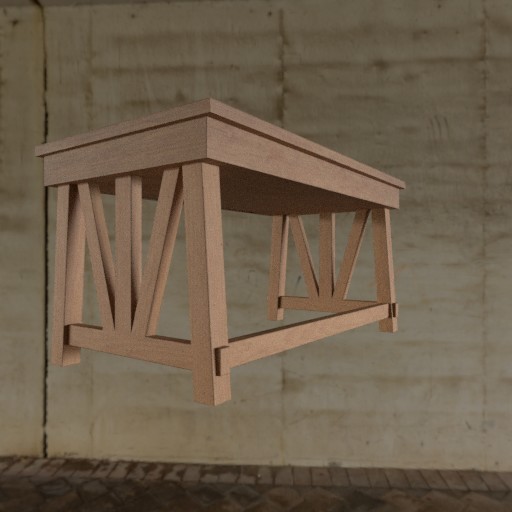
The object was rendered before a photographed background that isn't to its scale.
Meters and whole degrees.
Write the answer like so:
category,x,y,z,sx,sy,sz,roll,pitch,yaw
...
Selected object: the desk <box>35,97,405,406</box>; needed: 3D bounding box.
category,x,y,z,sx,sy,sz,roll,pitch,yaw
desk,0.000,0.000,1.910,0.813,0.762,1.499,0,0,36
